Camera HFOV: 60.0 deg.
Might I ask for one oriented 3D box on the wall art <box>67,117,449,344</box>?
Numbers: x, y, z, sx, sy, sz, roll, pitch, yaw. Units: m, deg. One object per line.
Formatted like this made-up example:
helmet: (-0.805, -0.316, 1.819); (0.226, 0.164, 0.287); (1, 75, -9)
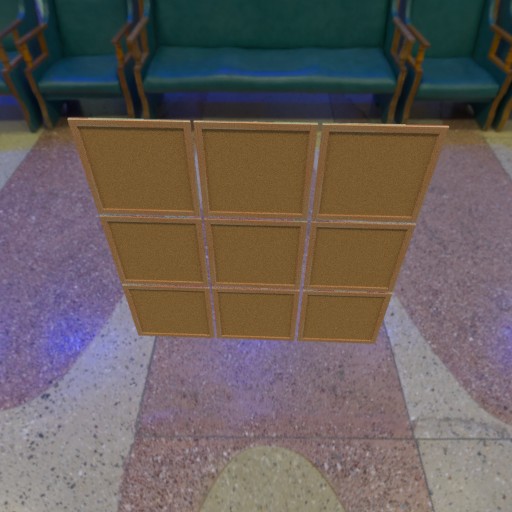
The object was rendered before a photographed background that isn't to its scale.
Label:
wall art: (0.000, 0.000, 2.308); (1.521, 1.519, 0.013); (2, 45, 2)
